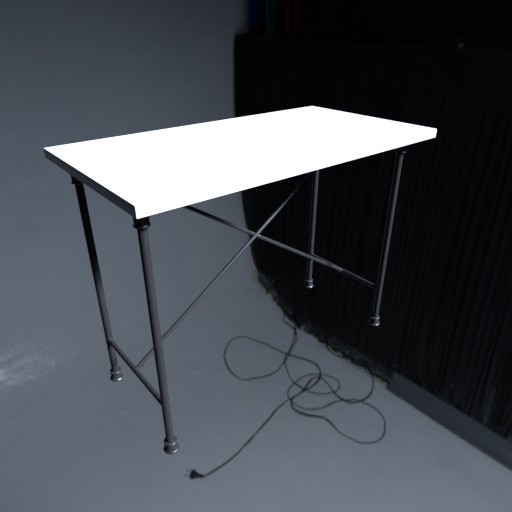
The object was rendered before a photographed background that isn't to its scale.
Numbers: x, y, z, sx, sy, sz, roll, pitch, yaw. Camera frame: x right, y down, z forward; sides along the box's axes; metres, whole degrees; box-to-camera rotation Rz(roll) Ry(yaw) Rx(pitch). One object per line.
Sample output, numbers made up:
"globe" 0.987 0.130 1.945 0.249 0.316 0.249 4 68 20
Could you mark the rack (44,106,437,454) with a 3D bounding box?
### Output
"rack" 0.000 0.000 1.660 1.159 0.880 0.613 -21 35 -34
